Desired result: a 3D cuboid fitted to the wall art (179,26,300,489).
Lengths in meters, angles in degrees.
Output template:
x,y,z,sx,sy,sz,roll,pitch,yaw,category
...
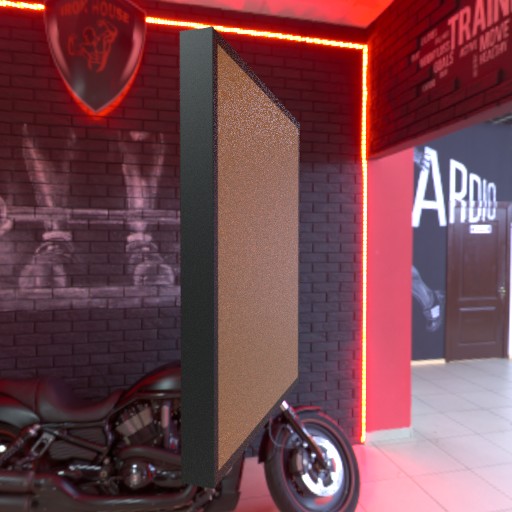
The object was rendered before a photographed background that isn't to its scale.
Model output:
x,y,z,sx,sy,sz,roll,pitch,yaw,category
0.000,0.000,0.497,0.030,0.369,0.294,0,1,19,wall art
